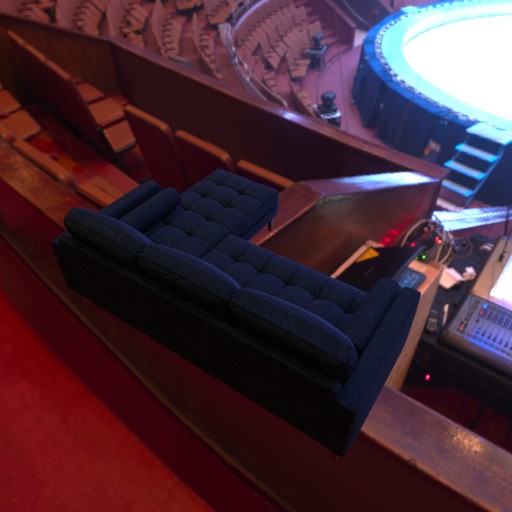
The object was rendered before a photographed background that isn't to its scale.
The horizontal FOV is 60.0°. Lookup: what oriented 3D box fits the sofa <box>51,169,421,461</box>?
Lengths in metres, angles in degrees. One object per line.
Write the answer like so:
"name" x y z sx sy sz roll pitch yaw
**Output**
"sofa" 0.000 0.000 3.033 2.185 0.841 1.613 24 47 25
